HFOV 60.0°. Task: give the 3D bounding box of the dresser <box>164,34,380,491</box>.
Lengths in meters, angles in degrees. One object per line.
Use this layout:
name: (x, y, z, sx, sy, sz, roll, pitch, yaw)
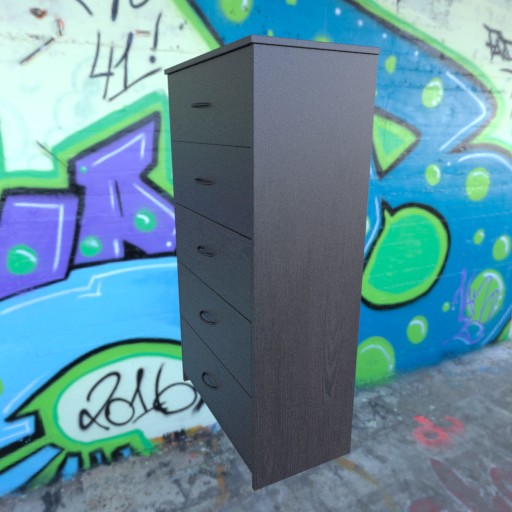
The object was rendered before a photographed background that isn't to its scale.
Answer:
dresser: (0.000, 0.000, 1.540, 0.418, 1.254, 0.704, -8, 18, -26)
